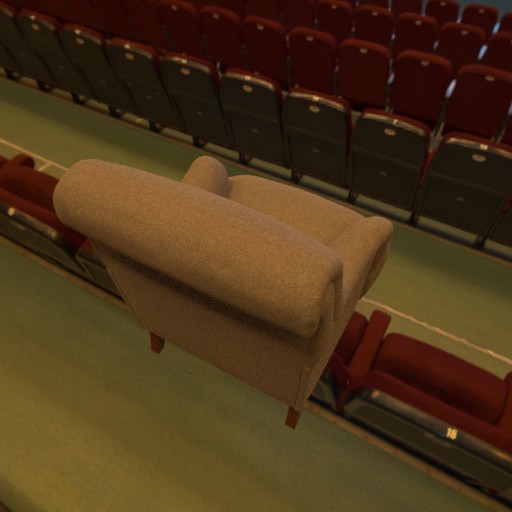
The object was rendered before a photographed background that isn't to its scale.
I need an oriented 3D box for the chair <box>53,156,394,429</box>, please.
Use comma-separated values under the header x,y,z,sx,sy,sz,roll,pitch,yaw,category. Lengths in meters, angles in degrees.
x,y,z,sx,sy,sz,roll,pitch,yaw,category
0.000,0.000,1.520,0.766,0.942,0.843,23,52,19,chair
